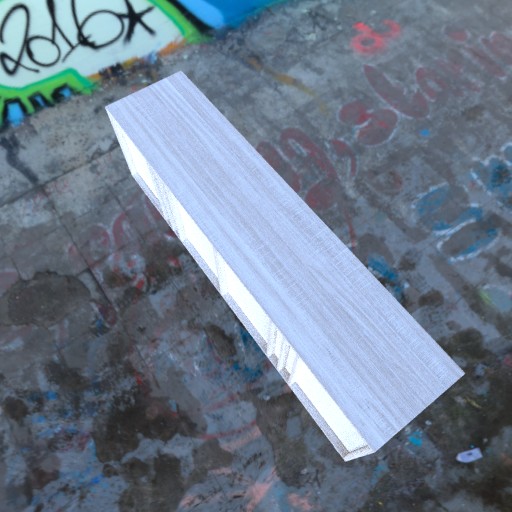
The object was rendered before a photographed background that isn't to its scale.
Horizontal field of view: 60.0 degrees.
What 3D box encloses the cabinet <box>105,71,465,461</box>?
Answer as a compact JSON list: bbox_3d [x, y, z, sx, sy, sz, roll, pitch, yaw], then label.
[{"bbox_3d":[0.000,0.000,2.490,0.500,0.780,2.200,-33,67,-16],"label":"cabinet"}]
